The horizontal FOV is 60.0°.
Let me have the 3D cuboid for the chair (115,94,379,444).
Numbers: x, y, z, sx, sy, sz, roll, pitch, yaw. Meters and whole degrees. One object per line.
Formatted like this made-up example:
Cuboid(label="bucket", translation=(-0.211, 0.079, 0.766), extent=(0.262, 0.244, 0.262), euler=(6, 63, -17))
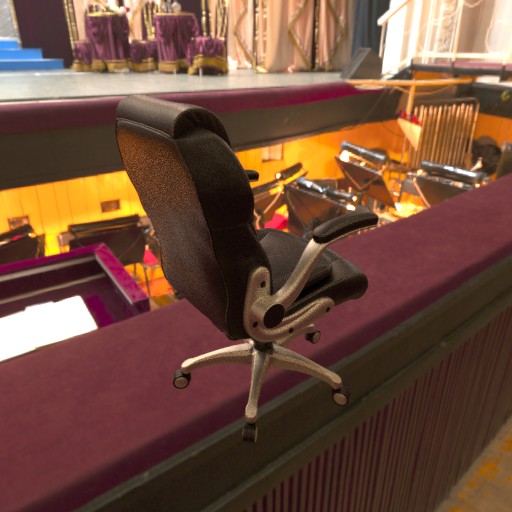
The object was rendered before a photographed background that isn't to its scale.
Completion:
Cuboid(label="chair", translation=(0.000, 0.000, 1.636), extent=(0.801, 1.141, 0.724), euler=(-18, 31, -32))
